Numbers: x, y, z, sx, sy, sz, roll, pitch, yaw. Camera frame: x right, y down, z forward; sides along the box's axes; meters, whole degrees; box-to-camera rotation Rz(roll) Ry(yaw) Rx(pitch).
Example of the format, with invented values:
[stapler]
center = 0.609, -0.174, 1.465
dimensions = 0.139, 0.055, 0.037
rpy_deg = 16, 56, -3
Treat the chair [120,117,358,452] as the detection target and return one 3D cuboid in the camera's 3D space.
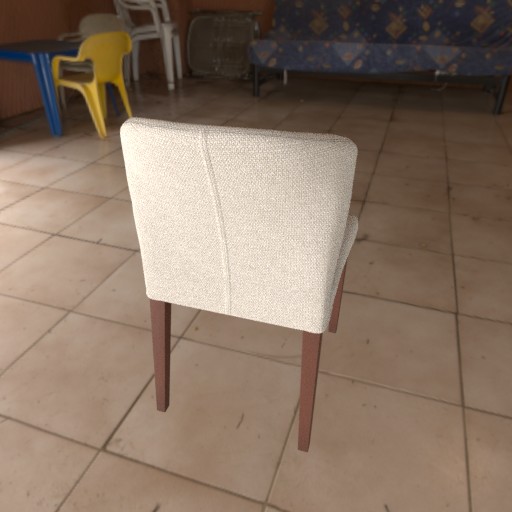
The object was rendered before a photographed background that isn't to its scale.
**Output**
[chair]
center = 0.000, 0.000, 1.196
dimensions = 0.491, 0.839, 0.589
rpy_deg = 10, 33, 15
